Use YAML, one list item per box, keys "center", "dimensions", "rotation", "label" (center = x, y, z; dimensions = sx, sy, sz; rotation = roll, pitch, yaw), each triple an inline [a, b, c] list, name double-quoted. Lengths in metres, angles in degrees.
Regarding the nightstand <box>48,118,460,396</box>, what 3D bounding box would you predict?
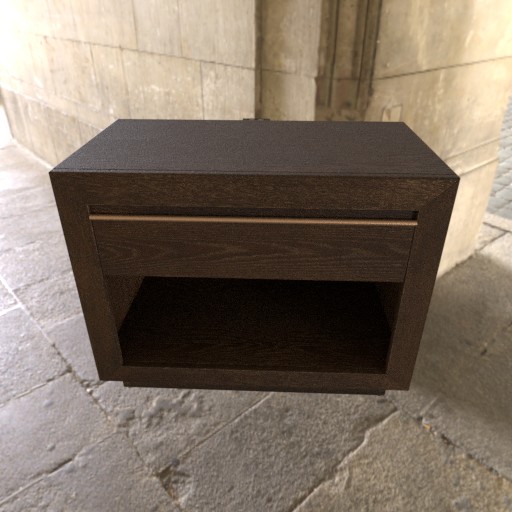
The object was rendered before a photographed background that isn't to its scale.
- center: [0.000, 0.000, 1.176]
  dimensions: [0.775, 0.612, 0.457]
  rotation: [1, 30, 2]
  label: "nightstand"
